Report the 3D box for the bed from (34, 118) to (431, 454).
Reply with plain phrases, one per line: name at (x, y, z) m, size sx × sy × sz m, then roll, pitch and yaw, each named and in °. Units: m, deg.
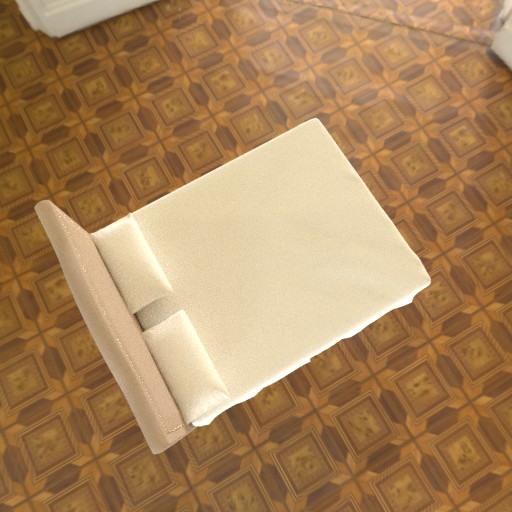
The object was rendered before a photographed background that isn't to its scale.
bed at (0.000, 0.000, 3.370) m, size 2.282 × 1.436 × 1.821 m, roll -29°, pitch 77°, yaw -8°
